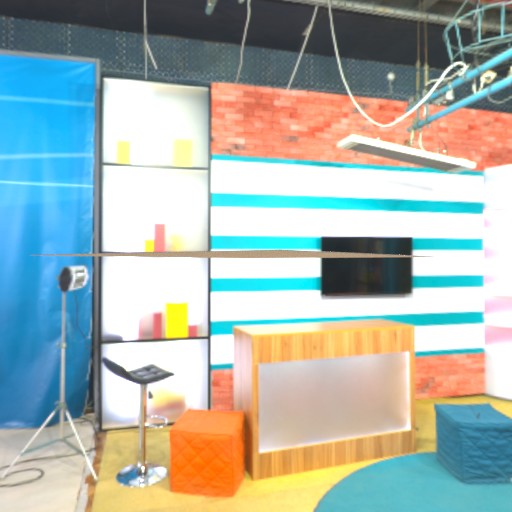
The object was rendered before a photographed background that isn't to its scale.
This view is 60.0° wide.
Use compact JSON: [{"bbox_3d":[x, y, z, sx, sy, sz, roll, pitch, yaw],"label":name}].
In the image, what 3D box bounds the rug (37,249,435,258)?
[{"bbox_3d":[0.000,0.000,4.008,2.391,0.005,2.880,-1,-1,36],"label":"rug"}]
